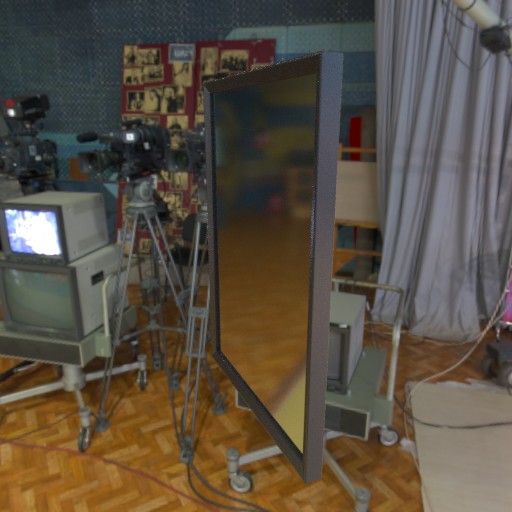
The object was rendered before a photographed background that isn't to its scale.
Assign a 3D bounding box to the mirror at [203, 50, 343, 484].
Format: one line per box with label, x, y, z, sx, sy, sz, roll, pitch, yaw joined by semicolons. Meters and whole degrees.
mirror;0.000;0.000;0.919;0.039;0.710;0.507;-7;18;-24
